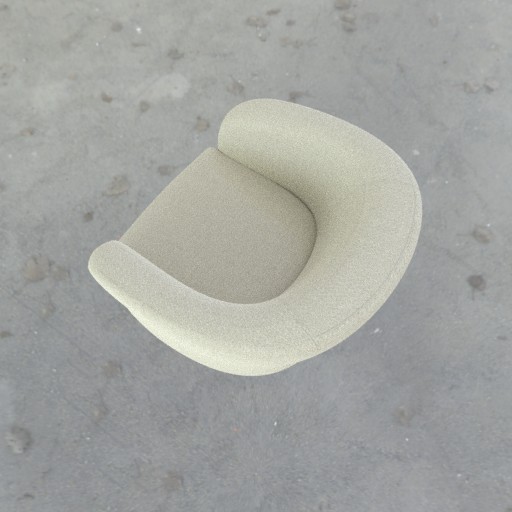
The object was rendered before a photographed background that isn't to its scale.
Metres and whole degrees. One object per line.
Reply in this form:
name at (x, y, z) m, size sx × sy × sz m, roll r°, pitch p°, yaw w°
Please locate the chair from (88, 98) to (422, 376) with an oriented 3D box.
chair at (0.000, 0.000, 1.442) m, size 0.815 × 0.771 × 0.791 m, roll 32°, pitch 68°, yaw 15°
